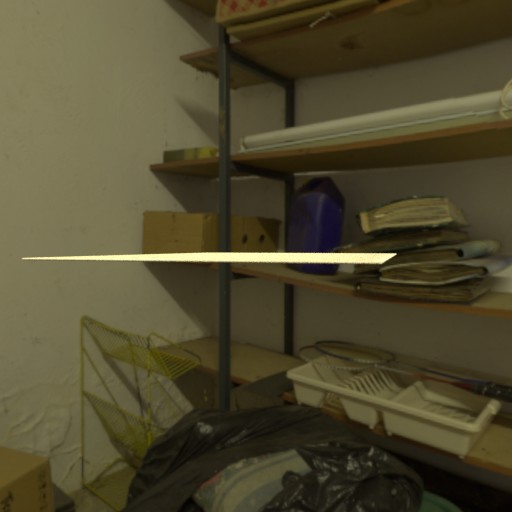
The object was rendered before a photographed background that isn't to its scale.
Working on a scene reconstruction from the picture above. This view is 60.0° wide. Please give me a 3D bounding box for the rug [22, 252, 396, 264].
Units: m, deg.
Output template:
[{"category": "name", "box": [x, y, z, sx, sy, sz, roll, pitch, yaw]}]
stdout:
[{"category": "rug", "box": [0.000, 0.000, 4.157, 2.441, 0.015, 3.050, 0, 1, 19]}]
